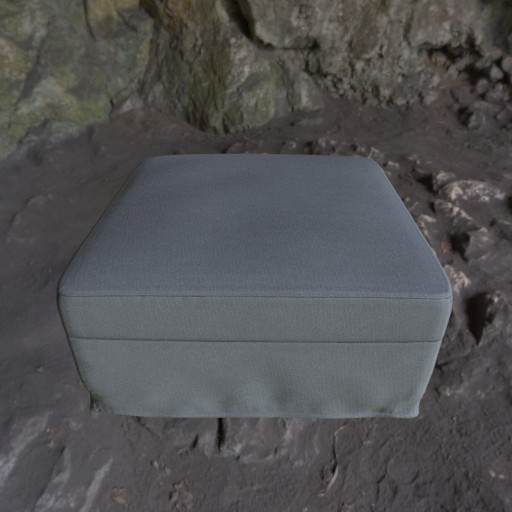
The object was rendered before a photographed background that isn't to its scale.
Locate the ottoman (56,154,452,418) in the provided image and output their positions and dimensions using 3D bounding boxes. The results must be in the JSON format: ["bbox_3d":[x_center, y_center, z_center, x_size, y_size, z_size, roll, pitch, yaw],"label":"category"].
[{"bbox_3d":[0.000,0.000,1.321,0.842,0.441,0.843,0,32,1],"label":"ottoman"}]
